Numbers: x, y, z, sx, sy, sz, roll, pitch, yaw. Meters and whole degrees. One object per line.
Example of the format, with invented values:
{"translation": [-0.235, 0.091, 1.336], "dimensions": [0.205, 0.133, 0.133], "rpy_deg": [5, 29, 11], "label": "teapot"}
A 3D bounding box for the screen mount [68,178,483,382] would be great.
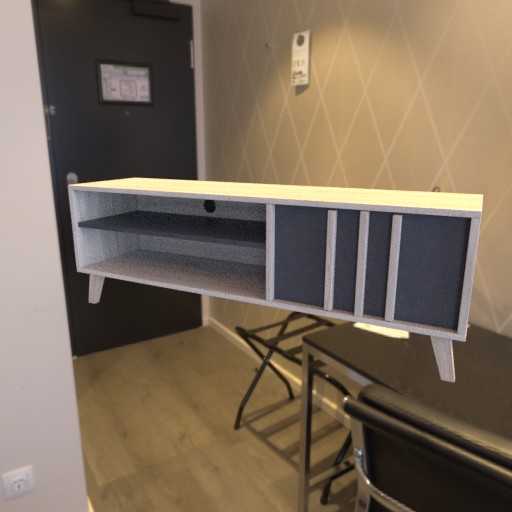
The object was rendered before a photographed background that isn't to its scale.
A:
{"translation": [0.000, 0.000, 1.699], "dimensions": [1.500, 0.509, 0.401], "rpy_deg": [7, 16, 26], "label": "screen mount"}
